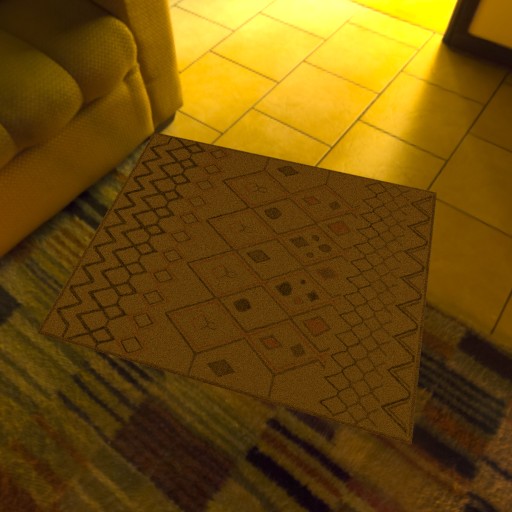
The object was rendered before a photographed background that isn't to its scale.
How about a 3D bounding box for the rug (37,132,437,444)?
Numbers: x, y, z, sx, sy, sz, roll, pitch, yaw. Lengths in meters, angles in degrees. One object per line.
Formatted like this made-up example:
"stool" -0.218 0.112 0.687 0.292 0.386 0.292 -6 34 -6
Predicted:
"rug" 0.000 0.000 4.038 3.050 0.016 2.441 14 59 8
